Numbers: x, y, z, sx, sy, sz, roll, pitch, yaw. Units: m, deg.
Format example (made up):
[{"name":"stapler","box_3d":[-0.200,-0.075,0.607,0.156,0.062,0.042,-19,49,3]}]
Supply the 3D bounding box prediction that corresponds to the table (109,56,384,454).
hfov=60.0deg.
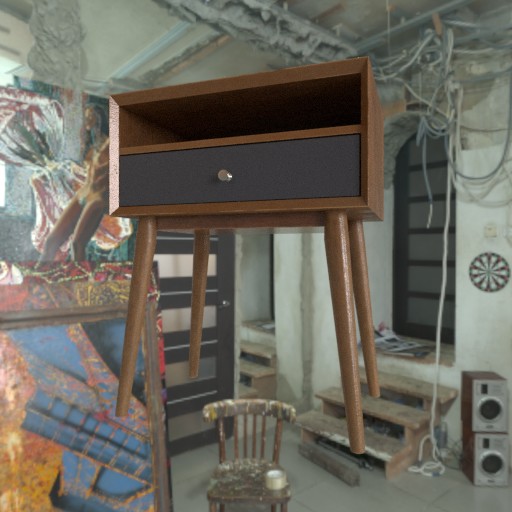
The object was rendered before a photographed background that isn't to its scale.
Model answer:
[{"name":"table","box_3d":[0.000,0.000,0.858,0.454,0.580,0.307,0,0,20]}]
